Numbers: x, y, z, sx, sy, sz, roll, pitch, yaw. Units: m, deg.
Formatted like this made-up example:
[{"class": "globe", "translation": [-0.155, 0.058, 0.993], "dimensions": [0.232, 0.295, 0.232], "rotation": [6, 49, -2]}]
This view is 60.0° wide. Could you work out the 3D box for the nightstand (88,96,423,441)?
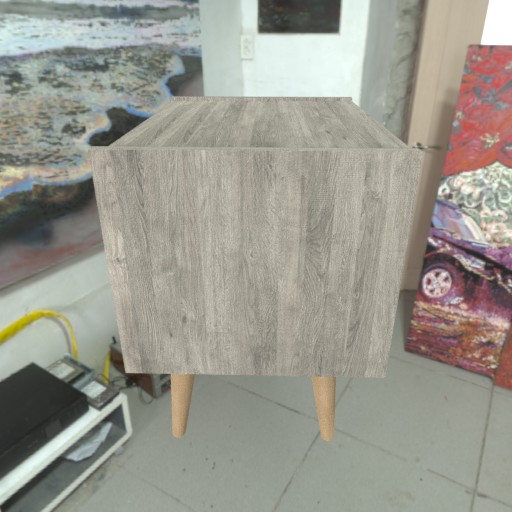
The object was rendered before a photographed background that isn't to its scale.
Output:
[{"class": "nightstand", "translation": [0.000, 0.000, 0.817], "dimensions": [0.380, 0.500, 0.480], "rotation": [1, 26, 1]}]
